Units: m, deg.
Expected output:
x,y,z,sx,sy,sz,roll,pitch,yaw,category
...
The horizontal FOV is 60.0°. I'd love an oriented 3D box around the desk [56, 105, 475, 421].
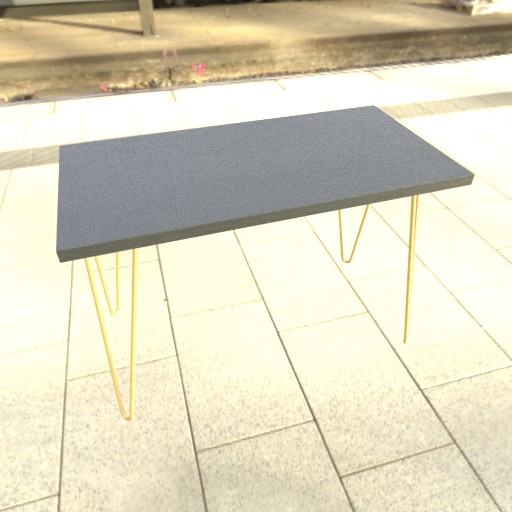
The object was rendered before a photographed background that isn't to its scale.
x,y,z,sx,sy,sz,roll,pitch,yaw,category
0.000,0.000,1.382,0.991,0.660,0.499,-12,41,-14,desk
